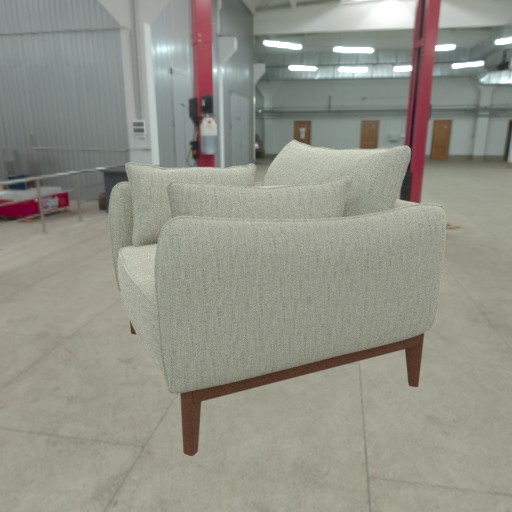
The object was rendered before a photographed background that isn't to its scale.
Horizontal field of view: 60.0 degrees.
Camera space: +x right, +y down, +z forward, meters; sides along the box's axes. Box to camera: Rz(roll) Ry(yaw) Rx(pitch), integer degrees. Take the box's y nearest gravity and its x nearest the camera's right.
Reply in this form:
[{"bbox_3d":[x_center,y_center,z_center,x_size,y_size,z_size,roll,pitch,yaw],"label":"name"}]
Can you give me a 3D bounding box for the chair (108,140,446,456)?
[{"bbox_3d":[0.000,0.000,1.713,0.991,0.855,0.994,-7,17,-24],"label":"chair"}]
